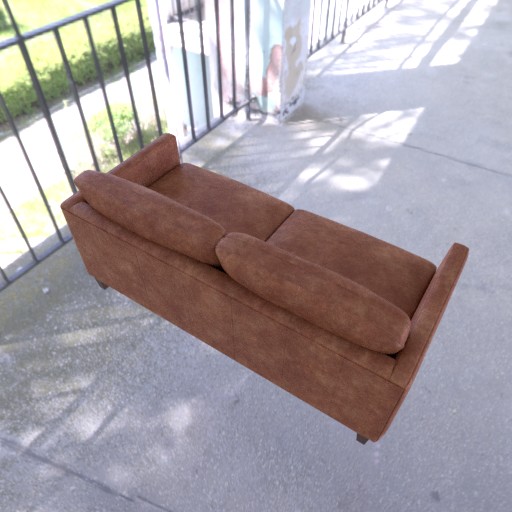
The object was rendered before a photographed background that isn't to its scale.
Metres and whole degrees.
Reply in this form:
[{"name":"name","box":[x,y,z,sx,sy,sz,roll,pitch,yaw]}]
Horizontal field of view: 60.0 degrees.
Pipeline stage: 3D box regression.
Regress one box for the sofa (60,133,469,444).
[{"name":"sofa","box":[0.000,0.000,2.458,1.971,0.863,0.923,25,51,22]}]
